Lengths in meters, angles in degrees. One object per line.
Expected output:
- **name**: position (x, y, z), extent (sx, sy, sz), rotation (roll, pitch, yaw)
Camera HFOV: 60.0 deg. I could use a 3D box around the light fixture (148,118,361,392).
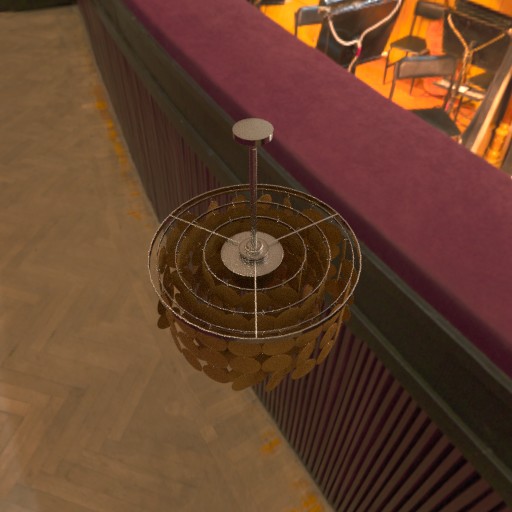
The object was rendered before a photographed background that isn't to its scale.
- **light fixture**: position (0.000, 0.000, 0.759), extent (0.368, 0.492, 0.368), rotation (0, 47, 0)
